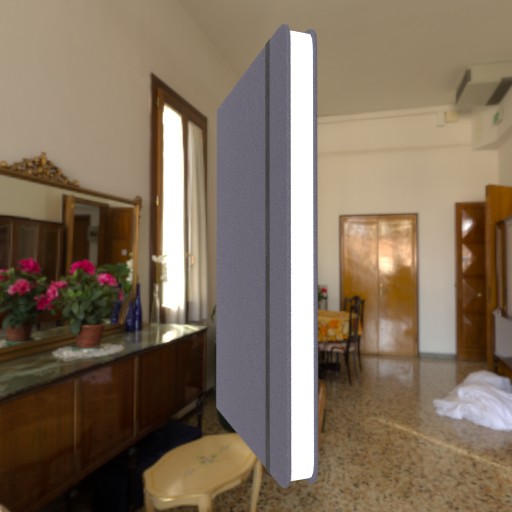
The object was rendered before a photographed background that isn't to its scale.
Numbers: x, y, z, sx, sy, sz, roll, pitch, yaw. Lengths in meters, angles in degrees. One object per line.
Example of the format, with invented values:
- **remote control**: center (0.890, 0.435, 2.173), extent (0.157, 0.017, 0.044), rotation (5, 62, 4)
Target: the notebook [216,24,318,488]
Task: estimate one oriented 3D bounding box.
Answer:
- **notebook**: center (0.000, 0.000, 0.258), extent (0.016, 0.213, 0.127), rotation (0, -1, -19)
